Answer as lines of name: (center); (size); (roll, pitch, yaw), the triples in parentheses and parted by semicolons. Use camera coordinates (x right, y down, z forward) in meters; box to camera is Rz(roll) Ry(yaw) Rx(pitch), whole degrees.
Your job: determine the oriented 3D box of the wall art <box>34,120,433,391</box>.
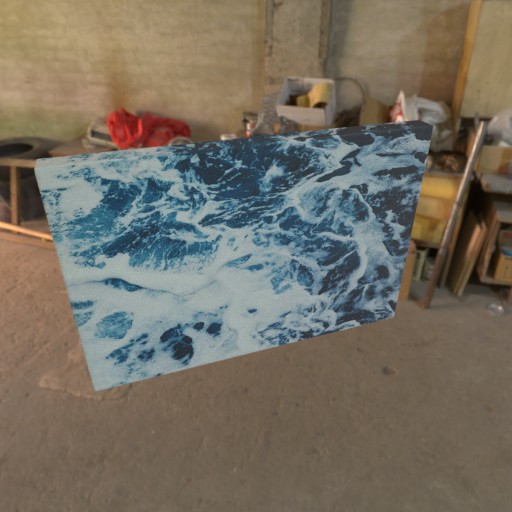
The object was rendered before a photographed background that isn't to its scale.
wall art: (0.000, 0.000, 0.768); (0.609, 0.407, 0.043); (-10, 33, -17)
